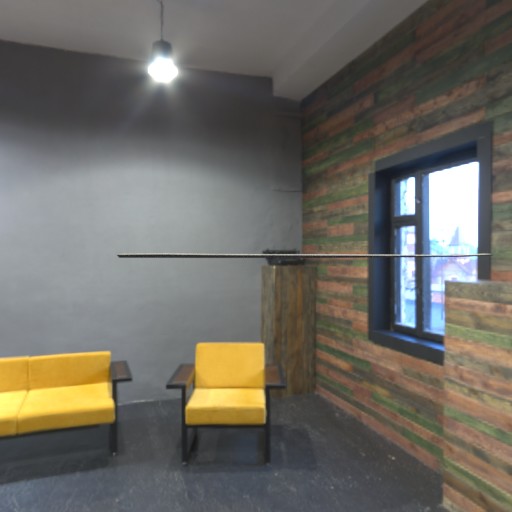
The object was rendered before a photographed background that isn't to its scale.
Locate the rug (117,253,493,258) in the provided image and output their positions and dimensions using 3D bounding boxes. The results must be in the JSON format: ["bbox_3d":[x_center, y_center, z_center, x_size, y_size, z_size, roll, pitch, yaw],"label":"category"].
[{"bbox_3d":[0.000,0.000,3.946,2.343,0.026,2.925,0,0,-17],"label":"rug"}]
